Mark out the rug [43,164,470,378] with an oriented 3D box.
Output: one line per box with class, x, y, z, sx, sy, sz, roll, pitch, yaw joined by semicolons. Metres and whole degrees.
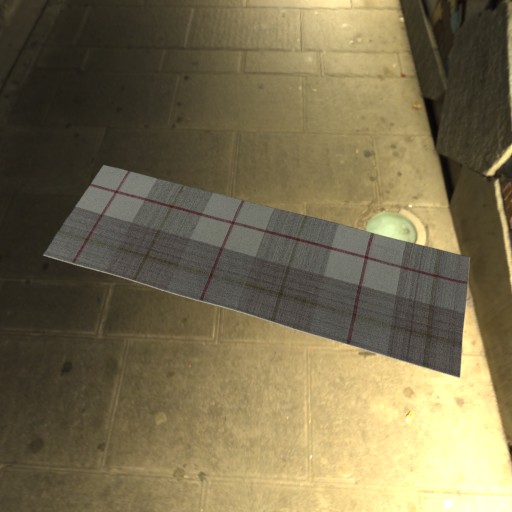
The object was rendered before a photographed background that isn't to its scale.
rug;0.000;0.000;2.652;2.439;0.013;0.762;15;60;9
